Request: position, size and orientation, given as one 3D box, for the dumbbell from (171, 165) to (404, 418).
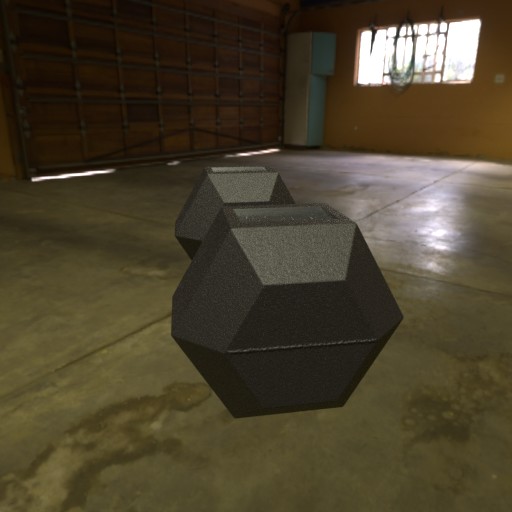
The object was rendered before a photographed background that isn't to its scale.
[{"bbox_3d":[0.000,0.000,0.472,0.173,0.150,0.384,-3,19,-9],"label":"dumbbell"}]
